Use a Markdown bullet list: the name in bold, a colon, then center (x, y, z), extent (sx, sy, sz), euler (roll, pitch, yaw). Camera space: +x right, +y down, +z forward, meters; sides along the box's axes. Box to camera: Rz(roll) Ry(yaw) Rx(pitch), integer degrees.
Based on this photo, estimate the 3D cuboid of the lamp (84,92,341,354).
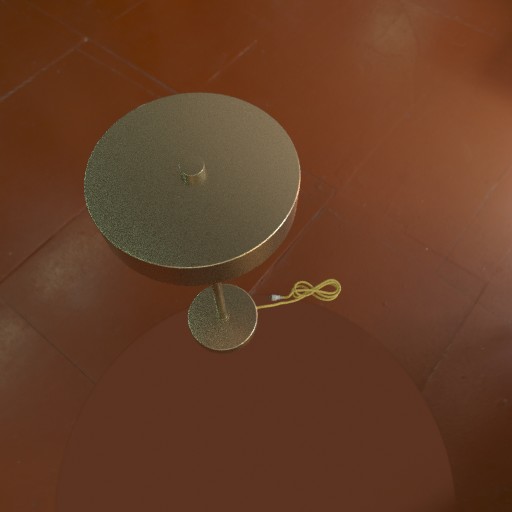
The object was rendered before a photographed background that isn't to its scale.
- **lamp**: center (0.000, 0.000, 0.699), extent (0.369, 0.508, 0.229), euler (-16, 64, -8)
